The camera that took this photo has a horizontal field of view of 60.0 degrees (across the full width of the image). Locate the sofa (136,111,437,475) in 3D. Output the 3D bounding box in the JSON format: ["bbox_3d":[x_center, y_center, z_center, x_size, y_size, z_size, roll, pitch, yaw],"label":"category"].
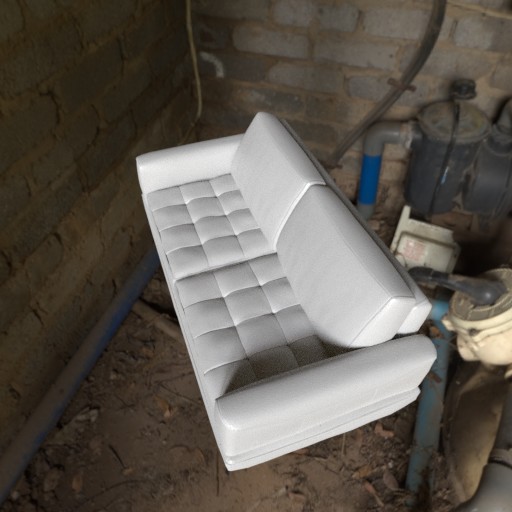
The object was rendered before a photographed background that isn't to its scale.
[{"bbox_3d":[0.000,0.000,2.725,1.121,0.930,2.177,-15,49,-14],"label":"sofa"}]
